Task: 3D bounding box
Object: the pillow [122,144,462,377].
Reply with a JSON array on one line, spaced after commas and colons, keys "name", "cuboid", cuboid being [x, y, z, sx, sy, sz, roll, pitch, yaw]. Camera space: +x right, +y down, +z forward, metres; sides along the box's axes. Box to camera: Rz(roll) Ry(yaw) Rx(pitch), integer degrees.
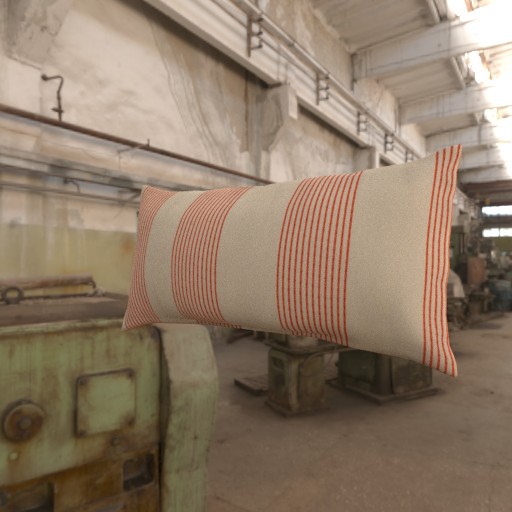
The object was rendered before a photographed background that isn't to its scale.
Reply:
[{"name": "pillow", "cuboid": [0.000, 0.000, 0.714, 0.608, 0.292, 0.156, 0, 0, 35]}]
